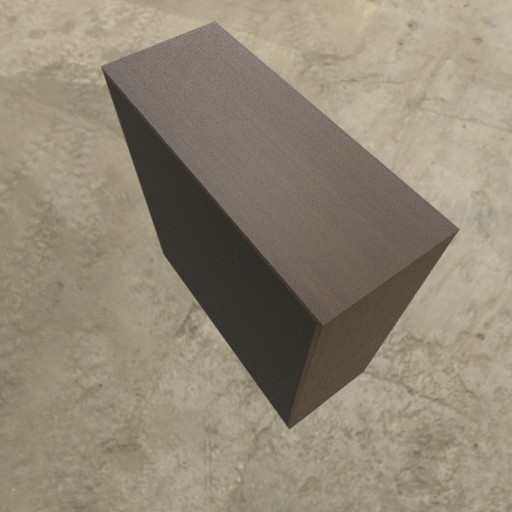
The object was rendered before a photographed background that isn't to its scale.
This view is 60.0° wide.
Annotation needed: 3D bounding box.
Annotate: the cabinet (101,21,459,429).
[{"bbox_3d":[0.000,0.000,1.645,0.400,1.170,1.010,-31,63,-18],"label":"cabinet"}]
